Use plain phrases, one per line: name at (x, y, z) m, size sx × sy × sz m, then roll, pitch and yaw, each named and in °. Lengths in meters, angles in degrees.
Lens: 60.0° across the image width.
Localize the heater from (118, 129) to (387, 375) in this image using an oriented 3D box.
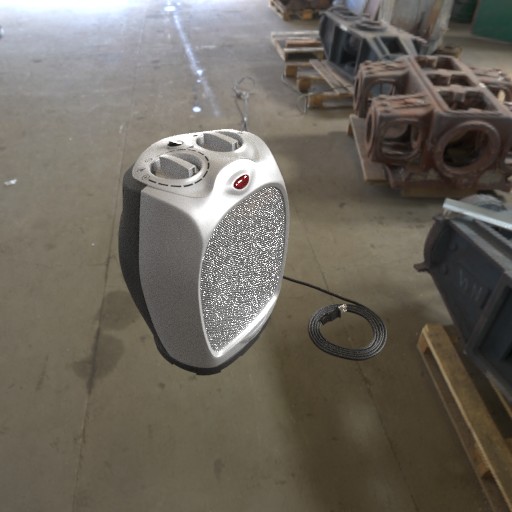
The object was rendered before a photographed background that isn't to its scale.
heater at (0.000, 0.000, 0.493) m, size 0.291 × 0.255 × 0.239 m, roll 25°, pitch 46°, yaw 27°
